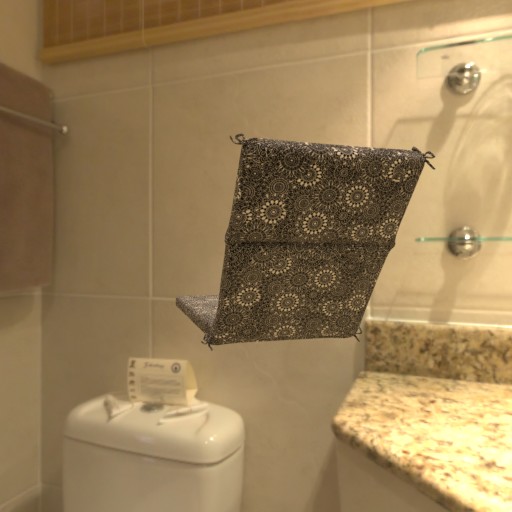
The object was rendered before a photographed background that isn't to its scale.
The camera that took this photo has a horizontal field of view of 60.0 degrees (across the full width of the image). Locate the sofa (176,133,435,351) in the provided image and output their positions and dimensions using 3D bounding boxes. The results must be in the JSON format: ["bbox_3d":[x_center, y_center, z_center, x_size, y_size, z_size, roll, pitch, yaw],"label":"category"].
[{"bbox_3d":[0.000,0.000,1.919,0.582,0.622,1.663,0,0,-16],"label":"sofa"}]
